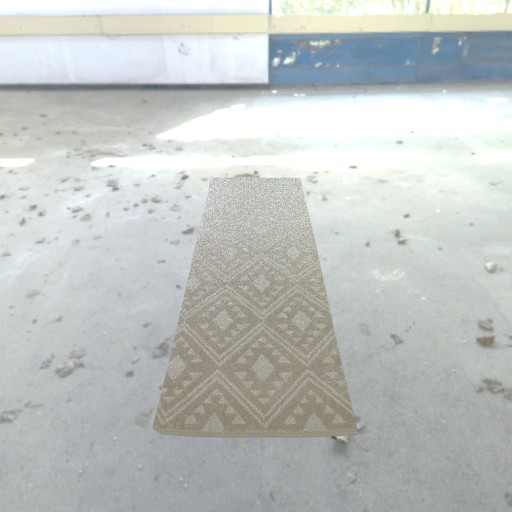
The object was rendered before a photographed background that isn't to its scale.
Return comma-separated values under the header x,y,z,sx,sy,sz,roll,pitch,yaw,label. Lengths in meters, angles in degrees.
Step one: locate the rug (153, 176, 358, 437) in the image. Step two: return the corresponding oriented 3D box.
x,y,z,sx,sy,sz,roll,pitch,yaw,label
0.000,0.000,2.644,0.752,0.051,2.452,0,32,0,rug
